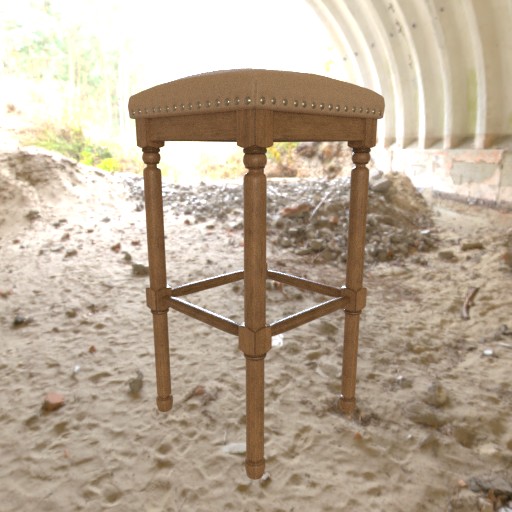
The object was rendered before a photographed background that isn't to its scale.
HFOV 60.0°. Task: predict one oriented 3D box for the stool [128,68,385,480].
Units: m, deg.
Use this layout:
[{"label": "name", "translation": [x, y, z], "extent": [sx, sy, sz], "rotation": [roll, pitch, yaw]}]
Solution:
[{"label": "stool", "translation": [0.000, 0.000, 0.992], "extent": [0.382, 0.768, 0.383], "rotation": [-13, 19, -43]}]
